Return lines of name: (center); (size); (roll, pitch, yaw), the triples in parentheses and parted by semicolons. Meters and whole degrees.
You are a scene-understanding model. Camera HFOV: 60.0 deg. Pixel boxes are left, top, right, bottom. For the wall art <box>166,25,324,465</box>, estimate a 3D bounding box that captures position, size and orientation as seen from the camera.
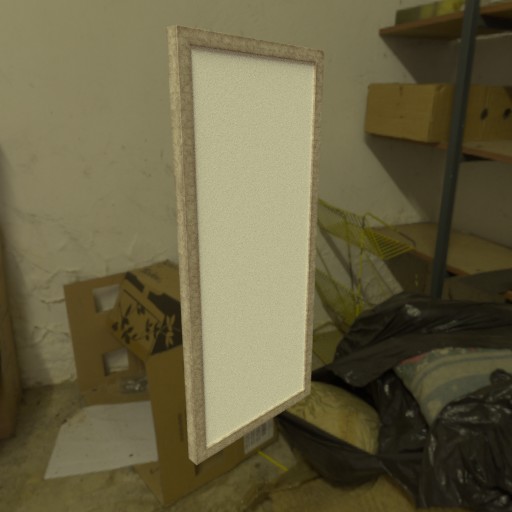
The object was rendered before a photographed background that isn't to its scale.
wall art: (0.000, 0.000, 1.649); (0.648, 1.461, 0.051); (-15, 22, -41)
